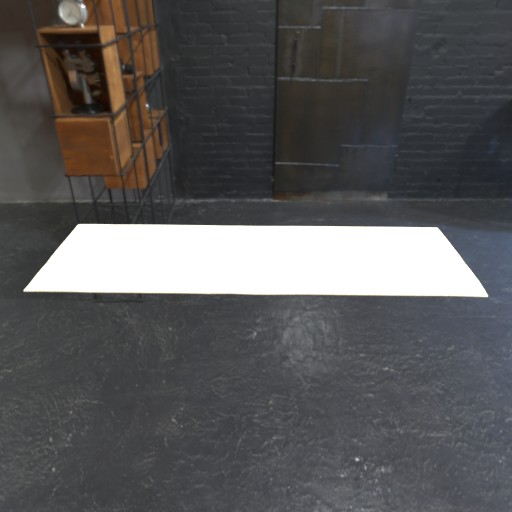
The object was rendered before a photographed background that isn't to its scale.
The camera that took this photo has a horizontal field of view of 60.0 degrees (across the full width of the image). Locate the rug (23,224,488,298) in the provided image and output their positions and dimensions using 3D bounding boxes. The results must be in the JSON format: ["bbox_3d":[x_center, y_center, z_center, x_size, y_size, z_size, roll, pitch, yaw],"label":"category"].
[{"bbox_3d":[0.000,0.000,2.661,2.450,0.014,0.793,1,31,1],"label":"rug"}]
